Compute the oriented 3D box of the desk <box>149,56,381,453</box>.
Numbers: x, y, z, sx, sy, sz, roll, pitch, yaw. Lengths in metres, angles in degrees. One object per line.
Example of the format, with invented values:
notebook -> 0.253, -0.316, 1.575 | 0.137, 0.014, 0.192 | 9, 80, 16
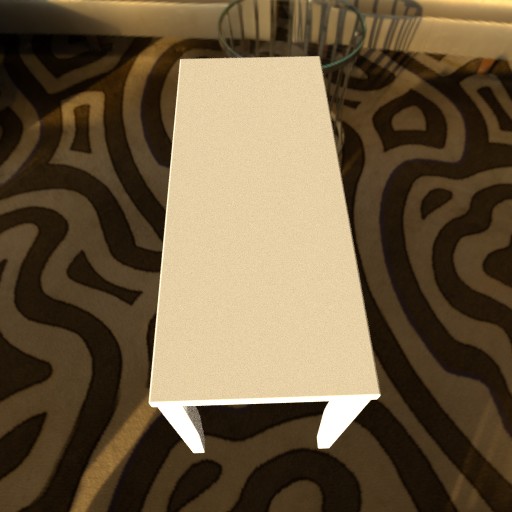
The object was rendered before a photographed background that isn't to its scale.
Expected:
desk -> 0.000, 0.000, 1.616 | 0.508, 0.775, 1.220 | -2, 58, -1
